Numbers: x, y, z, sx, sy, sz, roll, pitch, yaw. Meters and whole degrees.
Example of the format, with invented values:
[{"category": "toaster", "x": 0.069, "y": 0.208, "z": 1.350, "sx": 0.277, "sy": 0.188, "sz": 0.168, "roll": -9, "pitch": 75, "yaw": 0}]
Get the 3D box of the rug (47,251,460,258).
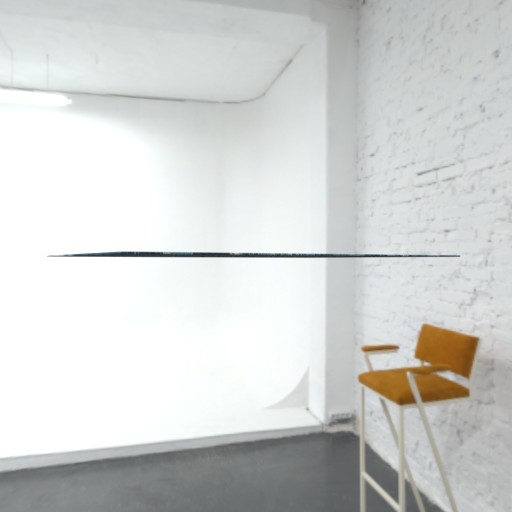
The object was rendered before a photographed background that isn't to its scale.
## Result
[{"category": "rug", "x": 0.000, "y": 0.000, "z": 2.343, "sx": 1.836, "sy": 0.009, "sz": 1.232, "roll": 0, "pitch": -1, "yaw": -35}]
